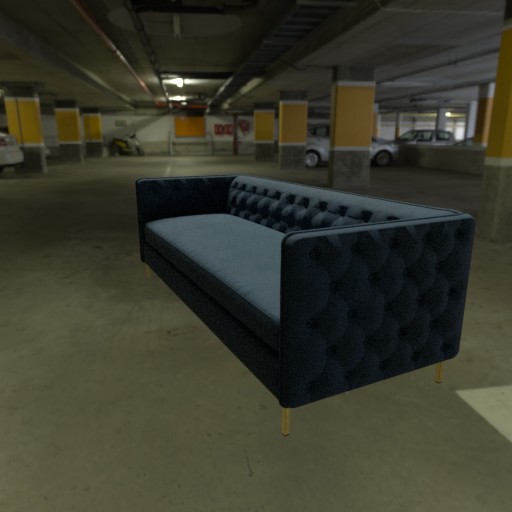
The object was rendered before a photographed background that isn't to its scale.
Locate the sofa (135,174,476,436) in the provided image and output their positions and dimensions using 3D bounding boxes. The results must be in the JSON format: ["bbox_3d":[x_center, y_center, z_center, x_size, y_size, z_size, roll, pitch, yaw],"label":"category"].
[{"bbox_3d":[0.000,0.000,2.589,0.895,0.771,2.209,-8,17,-26],"label":"sofa"}]
